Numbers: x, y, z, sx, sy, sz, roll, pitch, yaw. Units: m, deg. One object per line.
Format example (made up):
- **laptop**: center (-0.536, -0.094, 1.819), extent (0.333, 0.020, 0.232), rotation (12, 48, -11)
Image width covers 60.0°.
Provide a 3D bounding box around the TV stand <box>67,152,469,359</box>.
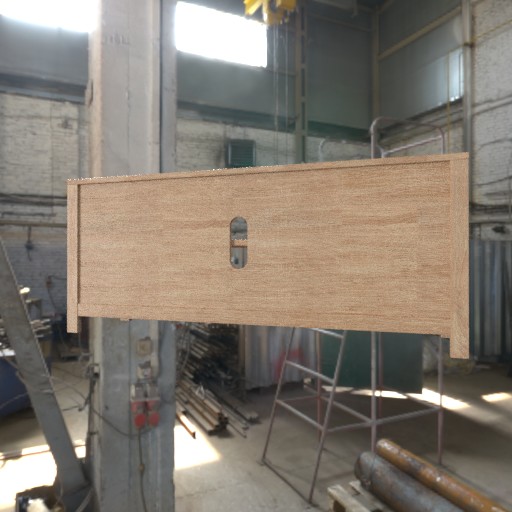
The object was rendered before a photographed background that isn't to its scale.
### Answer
- **TV stand**: center (0.000, 0.000, 1.729), extent (1.466, 0.610, 0.398), rotation (0, 0, 19)
